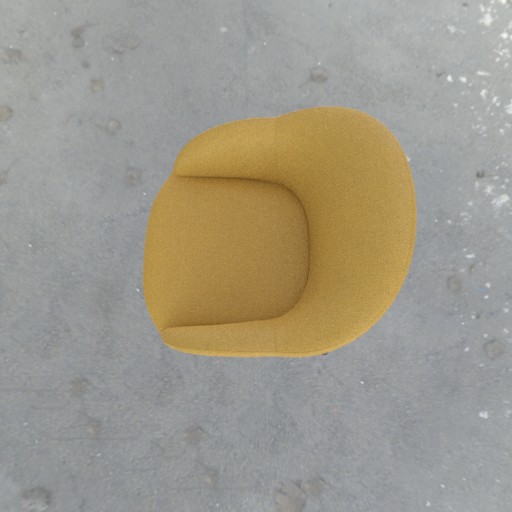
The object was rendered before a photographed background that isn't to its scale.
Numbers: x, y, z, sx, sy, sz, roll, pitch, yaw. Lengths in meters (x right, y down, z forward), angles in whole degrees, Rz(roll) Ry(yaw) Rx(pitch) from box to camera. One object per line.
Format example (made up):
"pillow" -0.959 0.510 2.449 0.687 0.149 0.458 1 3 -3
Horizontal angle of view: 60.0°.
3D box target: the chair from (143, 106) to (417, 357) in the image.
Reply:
"chair" 0.000 0.000 1.182 0.583 0.793 0.551 1 74 0
